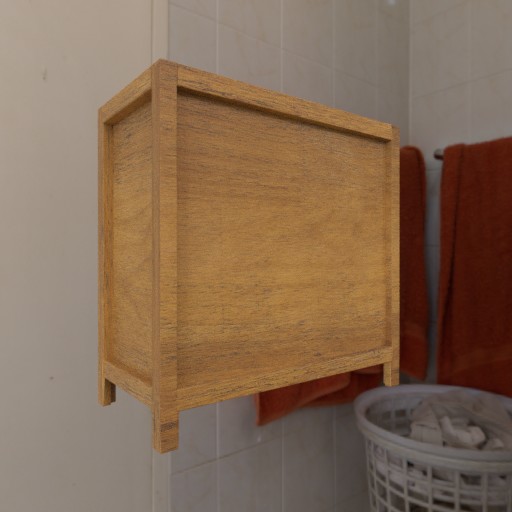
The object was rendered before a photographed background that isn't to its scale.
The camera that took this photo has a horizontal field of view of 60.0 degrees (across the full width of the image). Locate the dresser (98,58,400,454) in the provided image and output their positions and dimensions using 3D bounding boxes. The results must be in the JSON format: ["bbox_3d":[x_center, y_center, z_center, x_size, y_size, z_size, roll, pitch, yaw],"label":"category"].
[{"bbox_3d":[0.000,0.000,1.306,0.804,0.804,0.427,0,0,-37],"label":"dresser"}]
